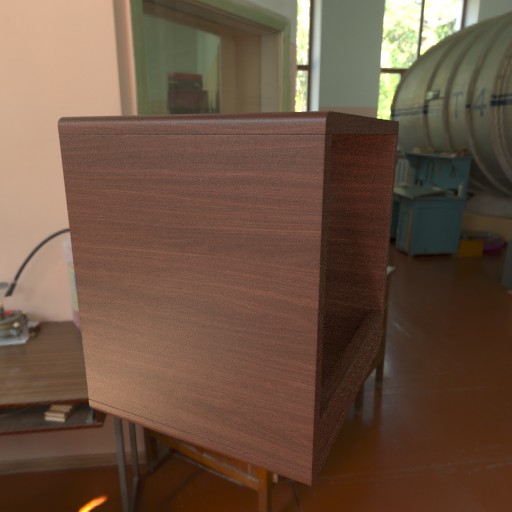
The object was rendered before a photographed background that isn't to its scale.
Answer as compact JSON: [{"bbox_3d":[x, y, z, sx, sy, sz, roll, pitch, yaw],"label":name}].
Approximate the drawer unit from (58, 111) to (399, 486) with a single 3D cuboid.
[{"bbox_3d":[0.000,0.000,0.596,0.290,0.351,0.349,7,17,25],"label":"drawer unit"}]
